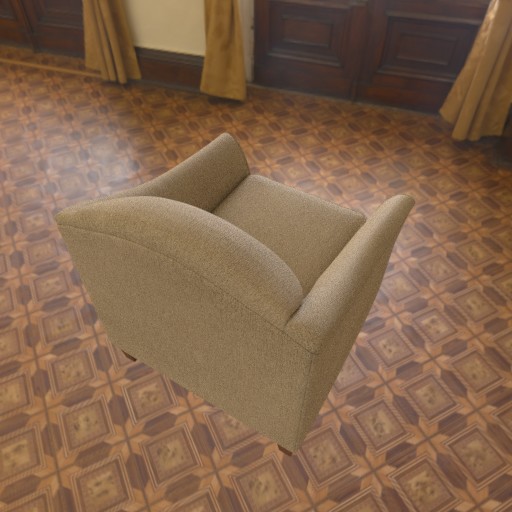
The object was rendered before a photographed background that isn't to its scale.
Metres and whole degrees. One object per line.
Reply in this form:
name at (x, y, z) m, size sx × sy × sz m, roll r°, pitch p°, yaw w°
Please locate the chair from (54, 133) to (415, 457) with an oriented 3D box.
chair at (0.000, 0.000, 1.441) m, size 0.763 × 0.839 × 0.787 m, roll 24°, pitch 52°, yaw 20°
